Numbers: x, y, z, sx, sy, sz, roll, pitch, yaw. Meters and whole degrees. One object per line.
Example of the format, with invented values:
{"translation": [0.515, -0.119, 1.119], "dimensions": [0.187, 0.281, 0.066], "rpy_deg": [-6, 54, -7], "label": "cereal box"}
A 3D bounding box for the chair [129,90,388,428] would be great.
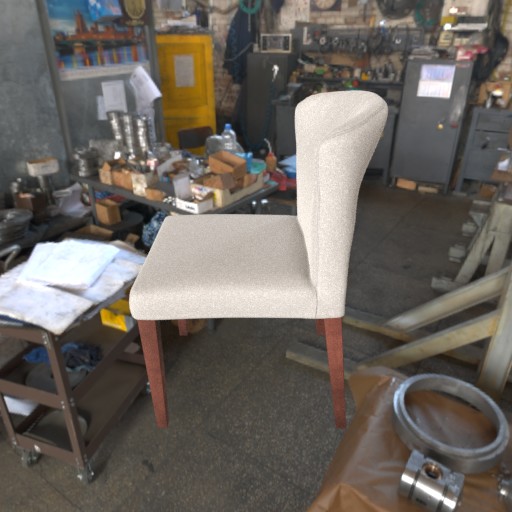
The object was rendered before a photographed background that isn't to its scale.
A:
{"translation": [0.000, 0.000, 1.216], "dimensions": [0.592, 0.839, 0.491], "rpy_deg": [0, 28, 0], "label": "chair"}
